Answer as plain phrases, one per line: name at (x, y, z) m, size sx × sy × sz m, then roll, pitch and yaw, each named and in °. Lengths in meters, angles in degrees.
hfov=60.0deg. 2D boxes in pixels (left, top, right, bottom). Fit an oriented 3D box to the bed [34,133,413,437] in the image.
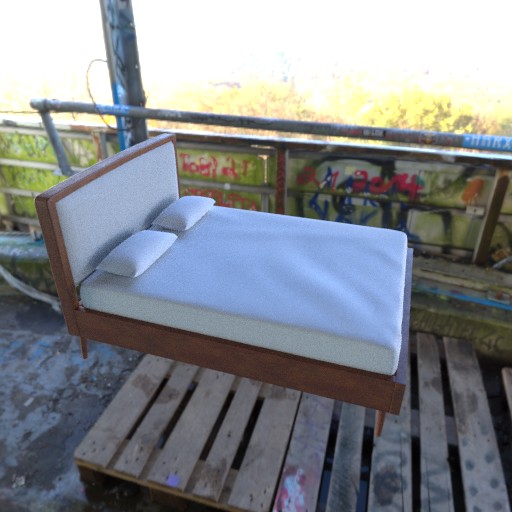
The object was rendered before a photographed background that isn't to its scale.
bed at (0.000, 0.000, 3.216) m, size 2.196 × 1.275 × 1.587 m, roll 9°, pitch 31°, yaw 16°
